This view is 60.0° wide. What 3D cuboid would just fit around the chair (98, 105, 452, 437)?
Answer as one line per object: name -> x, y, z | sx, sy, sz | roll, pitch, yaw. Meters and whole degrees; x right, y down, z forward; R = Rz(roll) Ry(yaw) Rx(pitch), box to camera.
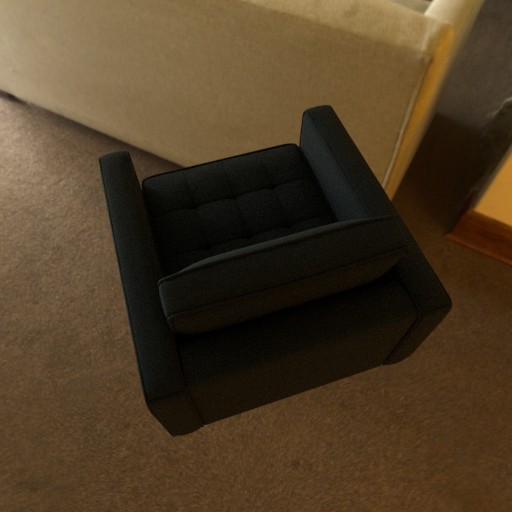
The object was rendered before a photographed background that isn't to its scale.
chair -> 0.000, 0.000, 1.567 | 0.899, 0.770, 0.920 | -16, 59, -9
